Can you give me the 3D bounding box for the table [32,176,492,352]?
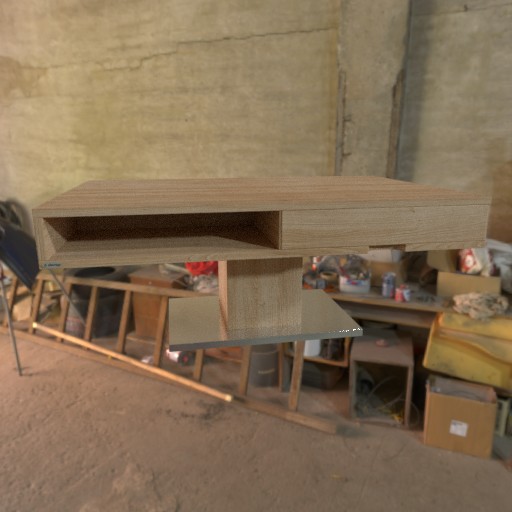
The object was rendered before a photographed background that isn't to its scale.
[{"bbox_3d":[0.000,0.000,1.425,1.100,0.440,0.700,-3,15,-10],"label":"table"}]
